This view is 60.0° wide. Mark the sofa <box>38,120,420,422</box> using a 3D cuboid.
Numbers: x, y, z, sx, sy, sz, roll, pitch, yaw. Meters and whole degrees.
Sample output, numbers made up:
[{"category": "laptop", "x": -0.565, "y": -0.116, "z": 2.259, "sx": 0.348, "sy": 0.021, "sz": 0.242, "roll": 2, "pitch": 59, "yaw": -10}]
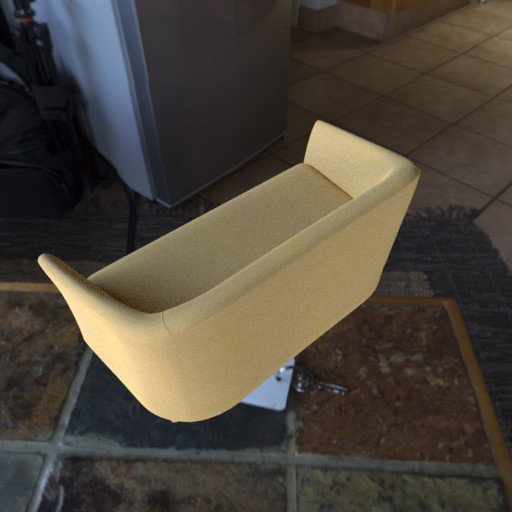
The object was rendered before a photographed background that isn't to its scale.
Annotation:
[{"category": "sofa", "x": 0.000, "y": 0.000, "z": 1.862, "sx": 1.452, "sy": 0.721, "sz": 0.705, "roll": -32, "pitch": 54, "yaw": -27}]
